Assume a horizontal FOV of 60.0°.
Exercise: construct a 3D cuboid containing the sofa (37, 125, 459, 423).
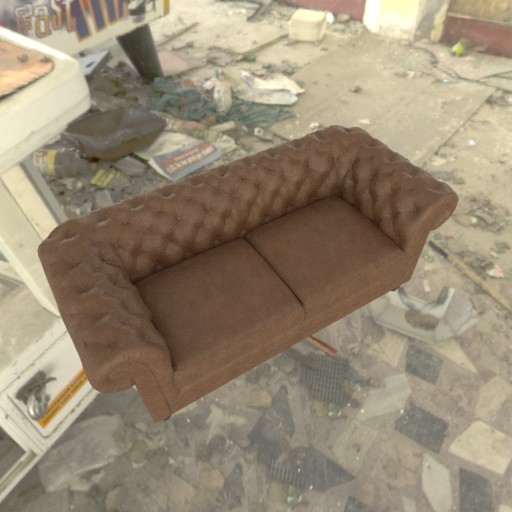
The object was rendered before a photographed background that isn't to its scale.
[{"bbox_3d":[0.000,0.000,2.492,2.048,0.784,0.955,-25,51,-21],"label":"sofa"}]
